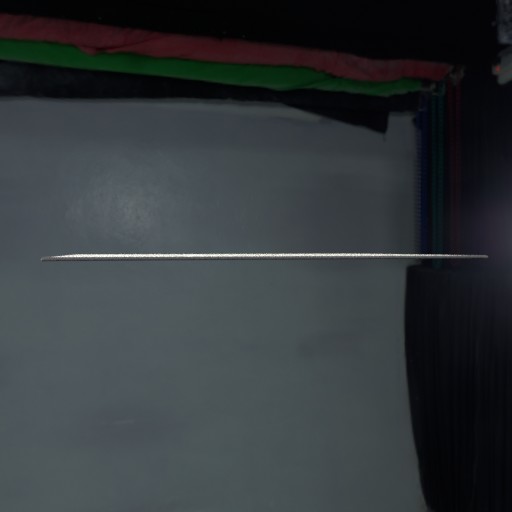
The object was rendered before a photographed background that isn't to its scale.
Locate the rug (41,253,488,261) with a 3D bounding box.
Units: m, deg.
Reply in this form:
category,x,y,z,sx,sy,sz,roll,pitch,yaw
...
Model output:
category,x,y,z,sx,sy,sz,roll,pitch,yaw
rug,0.000,0.000,2.080,1.676,0.013,1.067,0,1,-17
